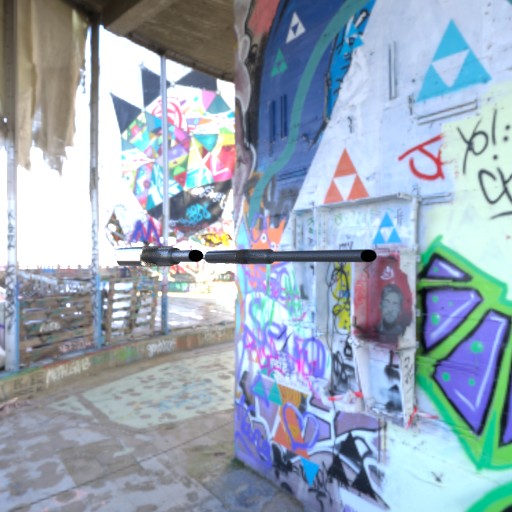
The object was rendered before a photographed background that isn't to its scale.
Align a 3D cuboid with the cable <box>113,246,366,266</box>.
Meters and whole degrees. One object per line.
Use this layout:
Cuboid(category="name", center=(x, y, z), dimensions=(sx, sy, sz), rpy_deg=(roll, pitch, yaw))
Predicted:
Cuboid(category="cable", center=(0.000, 0.000, 0.109), dimensions=(0.040, 0.006, 0.098), rpy_deg=(0, -1, -36))
